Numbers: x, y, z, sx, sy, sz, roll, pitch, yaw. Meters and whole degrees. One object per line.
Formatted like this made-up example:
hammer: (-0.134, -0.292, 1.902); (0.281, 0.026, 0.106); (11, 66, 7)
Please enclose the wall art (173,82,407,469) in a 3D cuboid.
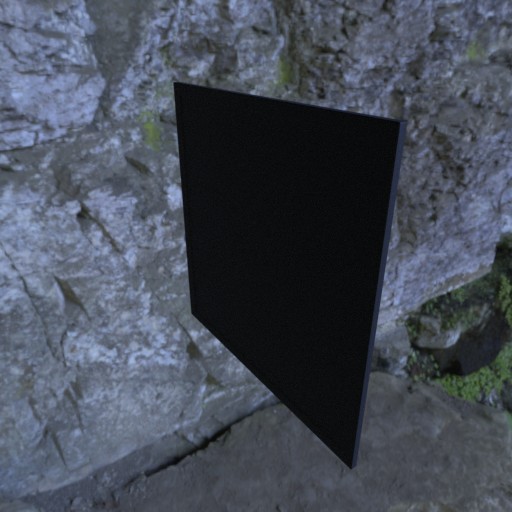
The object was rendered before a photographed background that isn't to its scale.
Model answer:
wall art: (0.000, 0.000, 0.816); (0.012, 0.558, 0.562); (-18, 31, -31)
